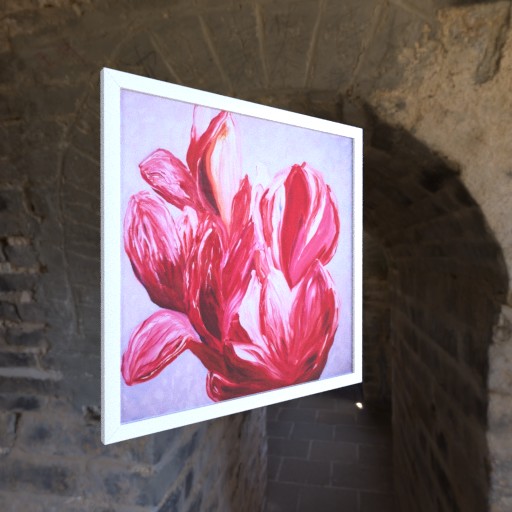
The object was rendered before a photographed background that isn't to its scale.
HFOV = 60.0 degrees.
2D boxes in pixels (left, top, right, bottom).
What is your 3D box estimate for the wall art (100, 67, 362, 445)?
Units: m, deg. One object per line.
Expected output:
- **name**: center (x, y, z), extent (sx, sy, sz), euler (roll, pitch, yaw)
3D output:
- **wall art**: center (0.000, 0.000, 0.974), extent (0.664, 0.661, 0.020), euler (0, 0, -35)
